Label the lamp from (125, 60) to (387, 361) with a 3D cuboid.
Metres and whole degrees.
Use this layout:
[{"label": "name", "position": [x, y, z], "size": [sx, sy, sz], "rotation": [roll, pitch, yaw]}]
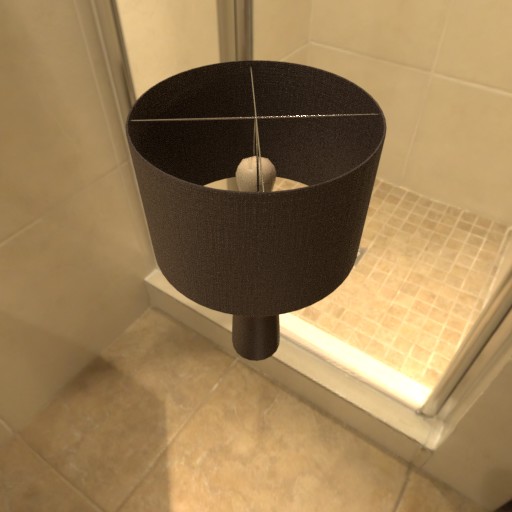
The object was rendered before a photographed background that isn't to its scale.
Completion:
[{"label": "lamp", "position": [0.000, 0.000, 0.700], "size": [0.303, 0.488, 0.303], "rotation": [0, 46, 0]}]
